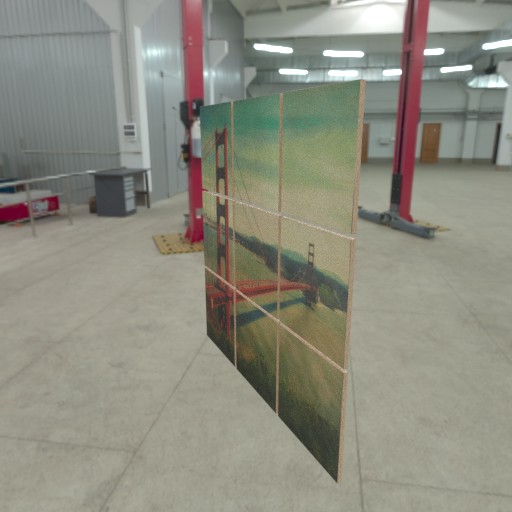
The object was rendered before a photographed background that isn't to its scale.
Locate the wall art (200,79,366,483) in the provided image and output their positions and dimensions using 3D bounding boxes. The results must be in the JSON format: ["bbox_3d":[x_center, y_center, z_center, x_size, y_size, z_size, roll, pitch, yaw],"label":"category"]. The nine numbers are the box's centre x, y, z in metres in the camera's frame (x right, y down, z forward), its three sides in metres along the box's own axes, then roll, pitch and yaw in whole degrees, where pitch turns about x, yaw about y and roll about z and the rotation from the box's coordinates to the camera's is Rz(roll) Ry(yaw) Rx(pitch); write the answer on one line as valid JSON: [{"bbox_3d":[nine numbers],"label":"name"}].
[{"bbox_3d":[0.000,0.000,1.348,0.012,0.910,0.917,-7,17,-25],"label":"wall art"}]
